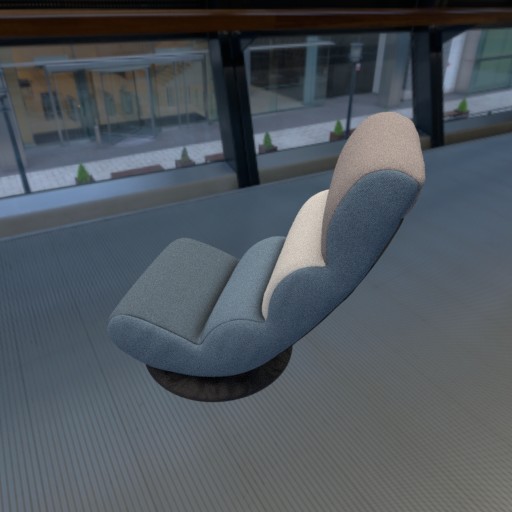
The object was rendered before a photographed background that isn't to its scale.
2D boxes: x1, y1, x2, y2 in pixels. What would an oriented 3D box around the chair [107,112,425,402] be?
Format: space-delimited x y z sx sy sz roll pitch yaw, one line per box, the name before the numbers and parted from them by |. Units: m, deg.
chair | 0.000 0.000 1.077 0.661 0.641 0.420 7 32 12
